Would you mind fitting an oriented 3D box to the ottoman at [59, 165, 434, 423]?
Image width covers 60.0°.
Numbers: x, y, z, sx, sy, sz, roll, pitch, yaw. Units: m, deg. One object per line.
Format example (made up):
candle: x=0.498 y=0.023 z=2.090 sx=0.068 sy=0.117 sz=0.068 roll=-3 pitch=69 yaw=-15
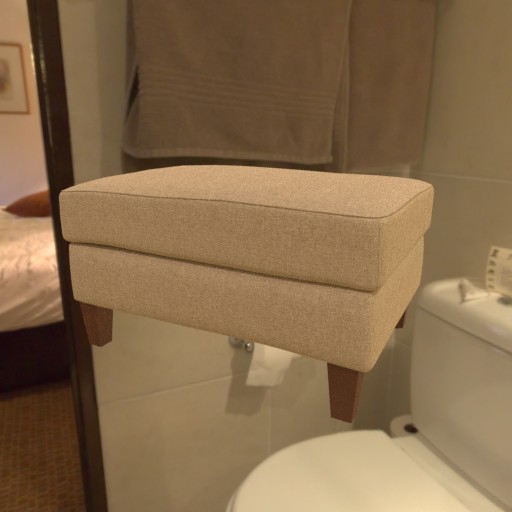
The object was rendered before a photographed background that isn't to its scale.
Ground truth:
ottoman: x=0.000 y=0.000 z=1.325 sx=0.898 sy=0.519 sz=0.677 roll=8 pitch=17 yaw=27
